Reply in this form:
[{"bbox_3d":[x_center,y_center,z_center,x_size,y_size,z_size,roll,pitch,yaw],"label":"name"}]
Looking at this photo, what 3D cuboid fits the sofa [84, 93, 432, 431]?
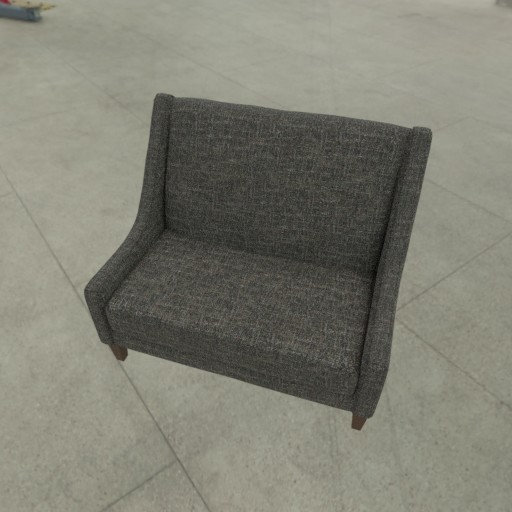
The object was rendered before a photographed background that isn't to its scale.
[{"bbox_3d":[0.000,0.000,1.939,1.242,1.021,0.870,12,42,13],"label":"sofa"}]
